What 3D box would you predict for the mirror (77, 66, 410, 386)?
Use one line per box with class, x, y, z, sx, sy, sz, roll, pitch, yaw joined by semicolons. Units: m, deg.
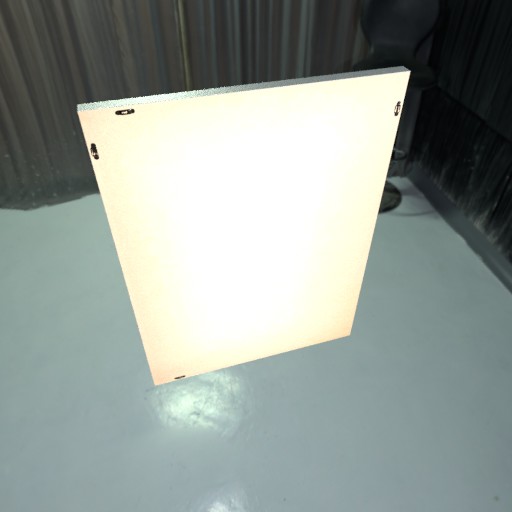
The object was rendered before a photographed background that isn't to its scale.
mirror;0.000;0.000;1.327;0.762;1.016;0.040;-12;44;-13
